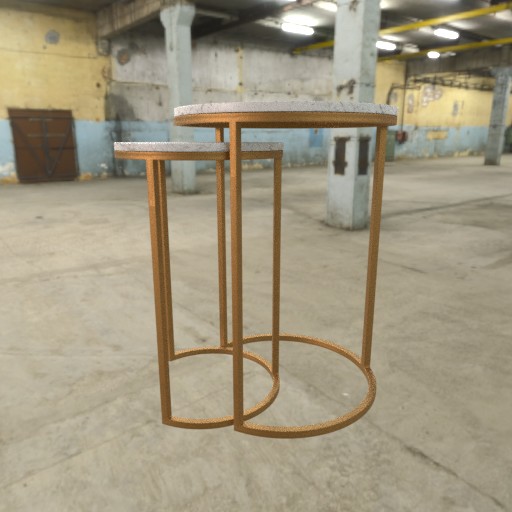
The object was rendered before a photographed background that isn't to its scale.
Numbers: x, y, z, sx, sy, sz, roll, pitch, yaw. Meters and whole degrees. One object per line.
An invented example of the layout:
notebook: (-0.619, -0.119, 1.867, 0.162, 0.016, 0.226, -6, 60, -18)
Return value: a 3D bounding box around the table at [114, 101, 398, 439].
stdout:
table: (0.000, 0.000, 0.877, 0.507, 0.550, 0.400, -2, 15, -8)
